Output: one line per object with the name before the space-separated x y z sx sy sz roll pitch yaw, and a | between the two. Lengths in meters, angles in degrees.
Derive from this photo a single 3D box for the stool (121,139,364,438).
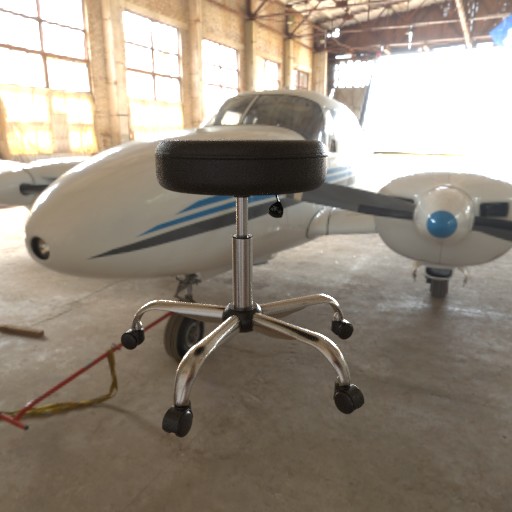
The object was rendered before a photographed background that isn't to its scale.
stool | 0.000 0.000 1.136 0.638 0.576 0.673 -7 17 -25
